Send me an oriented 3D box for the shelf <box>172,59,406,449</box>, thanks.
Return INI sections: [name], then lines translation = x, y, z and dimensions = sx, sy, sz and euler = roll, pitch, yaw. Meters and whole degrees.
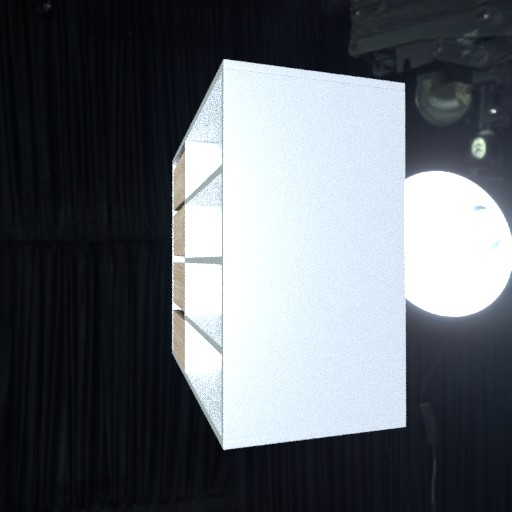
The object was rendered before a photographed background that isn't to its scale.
[shelf]
translation = 0.000, 0.000, 1.315
dimensions = 0.396, 0.732, 0.895
euler = 0, -1, -17
